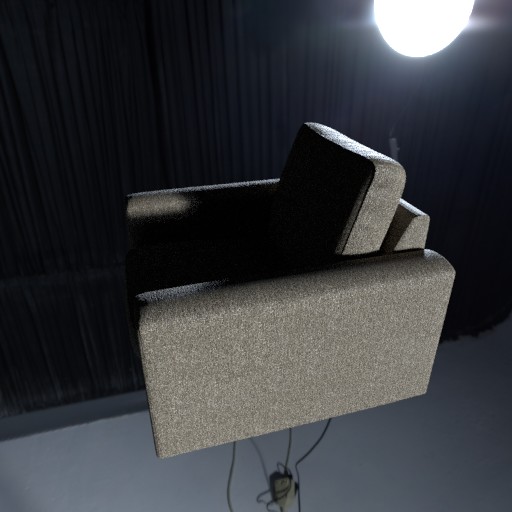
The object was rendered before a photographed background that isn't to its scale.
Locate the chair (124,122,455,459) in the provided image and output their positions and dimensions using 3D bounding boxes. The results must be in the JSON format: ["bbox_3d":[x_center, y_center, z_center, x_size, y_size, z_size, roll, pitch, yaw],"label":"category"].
[{"bbox_3d":[0.000,0.000,1.731,1.016,0.873,1.005,-8,30,-14],"label":"chair"}]
